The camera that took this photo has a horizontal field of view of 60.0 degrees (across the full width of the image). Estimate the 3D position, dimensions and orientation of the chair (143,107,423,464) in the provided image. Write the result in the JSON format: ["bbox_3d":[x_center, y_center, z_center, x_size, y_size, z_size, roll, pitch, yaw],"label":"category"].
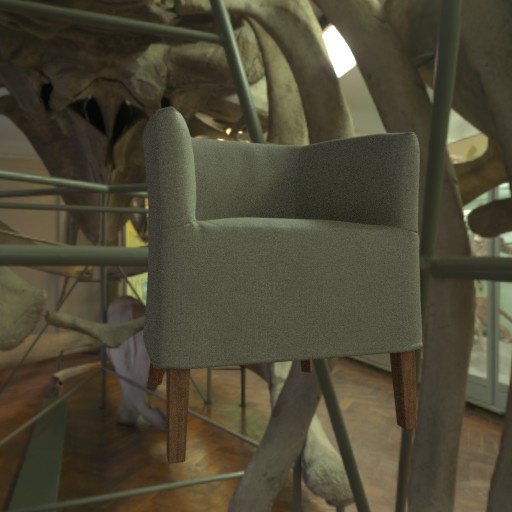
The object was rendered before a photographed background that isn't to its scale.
[{"bbox_3d":[0.000,0.000,1.206,0.600,0.771,0.668,0,0,-18],"label":"chair"}]
